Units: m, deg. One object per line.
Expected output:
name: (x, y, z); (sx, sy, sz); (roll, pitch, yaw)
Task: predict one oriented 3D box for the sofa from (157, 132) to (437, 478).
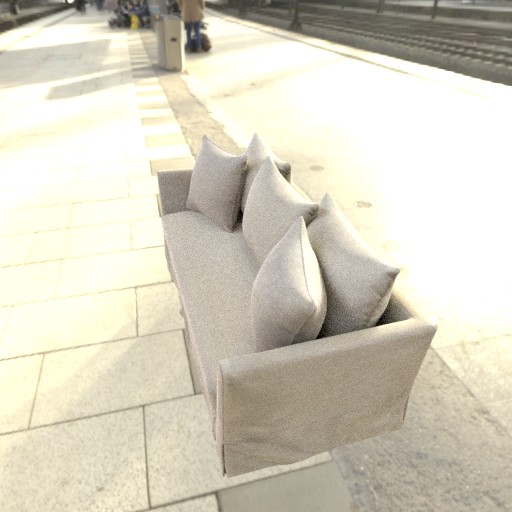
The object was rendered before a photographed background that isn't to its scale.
sofa: (0.000, 0.000, 2.848); (1.031, 1.034, 2.290); (-9, 32, -14)
